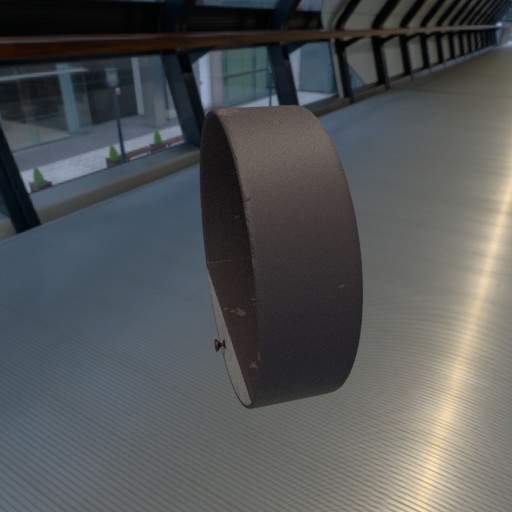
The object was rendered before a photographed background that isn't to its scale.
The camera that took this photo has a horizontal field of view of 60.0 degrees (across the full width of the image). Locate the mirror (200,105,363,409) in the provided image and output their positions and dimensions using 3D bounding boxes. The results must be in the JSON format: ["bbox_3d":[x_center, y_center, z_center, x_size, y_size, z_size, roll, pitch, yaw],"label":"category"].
[{"bbox_3d":[0.000,0.000,0.605,0.126,0.386,0.386,-7,29,-13],"label":"mirror"}]
